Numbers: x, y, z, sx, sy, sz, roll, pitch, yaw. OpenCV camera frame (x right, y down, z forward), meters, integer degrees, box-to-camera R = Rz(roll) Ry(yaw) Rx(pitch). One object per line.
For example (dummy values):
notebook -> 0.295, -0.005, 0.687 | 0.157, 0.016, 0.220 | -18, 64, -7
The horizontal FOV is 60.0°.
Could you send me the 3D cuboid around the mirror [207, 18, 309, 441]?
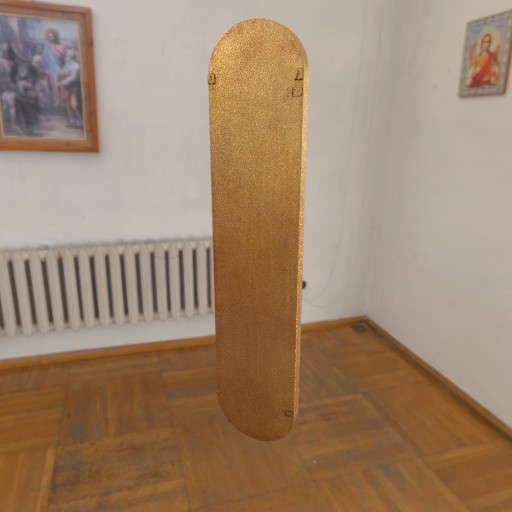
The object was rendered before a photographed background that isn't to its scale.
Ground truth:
mirror -> 0.000, 0.000, 1.031 | 0.222, 0.991, 0.032 | 8, 18, 27
